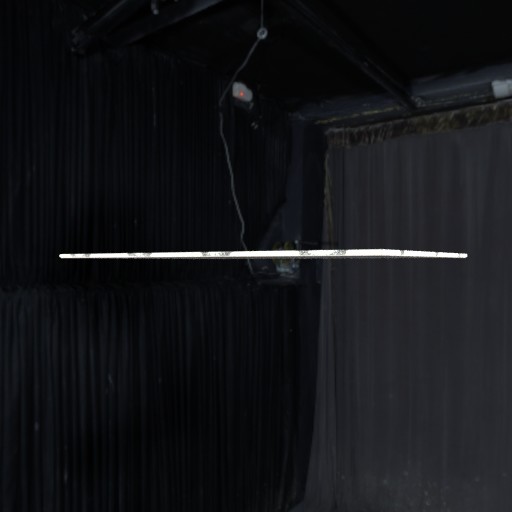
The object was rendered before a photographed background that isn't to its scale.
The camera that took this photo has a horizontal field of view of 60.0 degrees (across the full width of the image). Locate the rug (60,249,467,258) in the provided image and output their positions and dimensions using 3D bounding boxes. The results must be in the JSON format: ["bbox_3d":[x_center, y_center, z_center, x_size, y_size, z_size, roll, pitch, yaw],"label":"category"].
[{"bbox_3d":[0.000,0.000,3.009,2.348,0.024,1.501,0,-1,37],"label":"rug"}]
